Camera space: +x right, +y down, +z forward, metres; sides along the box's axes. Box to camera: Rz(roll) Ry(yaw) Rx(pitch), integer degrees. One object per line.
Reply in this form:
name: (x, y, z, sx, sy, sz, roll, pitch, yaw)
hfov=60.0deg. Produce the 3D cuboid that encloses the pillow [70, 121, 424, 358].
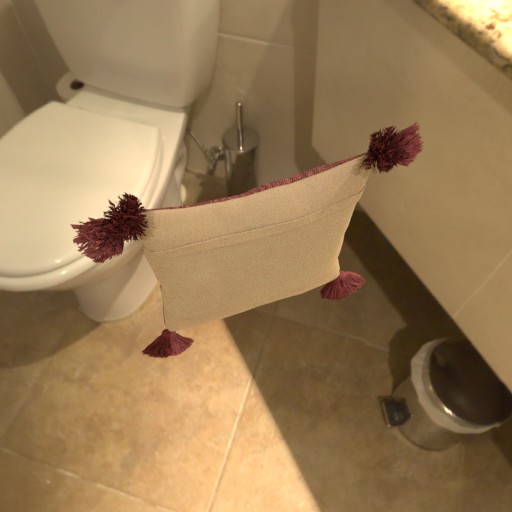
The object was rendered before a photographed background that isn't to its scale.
pillow: (0.000, 0.000, 0.984, 0.641, 0.659, 0.138, -16, 60, -10)
